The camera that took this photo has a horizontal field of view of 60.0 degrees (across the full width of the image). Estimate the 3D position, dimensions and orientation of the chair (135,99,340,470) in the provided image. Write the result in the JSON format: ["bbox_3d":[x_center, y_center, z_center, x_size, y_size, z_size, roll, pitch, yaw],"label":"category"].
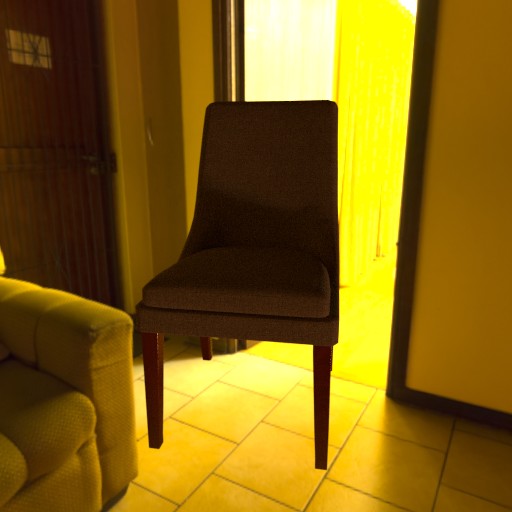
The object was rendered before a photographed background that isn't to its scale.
[{"bbox_3d":[0.000,0.000,1.353,0.508,0.952,0.655,3,14,10],"label":"chair"}]
